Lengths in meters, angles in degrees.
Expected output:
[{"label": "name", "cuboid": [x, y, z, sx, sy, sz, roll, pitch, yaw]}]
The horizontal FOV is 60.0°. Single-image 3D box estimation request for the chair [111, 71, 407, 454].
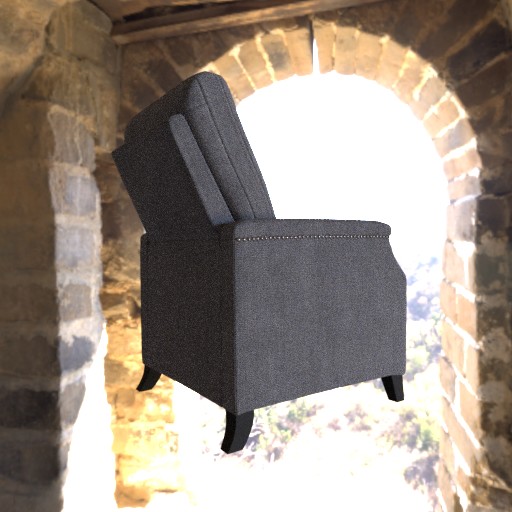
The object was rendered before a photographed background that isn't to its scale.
[{"label": "chair", "cuboid": [0.000, 0.000, 1.641, 0.922, 1.049, 0.710, 0, 0, -35]}]
